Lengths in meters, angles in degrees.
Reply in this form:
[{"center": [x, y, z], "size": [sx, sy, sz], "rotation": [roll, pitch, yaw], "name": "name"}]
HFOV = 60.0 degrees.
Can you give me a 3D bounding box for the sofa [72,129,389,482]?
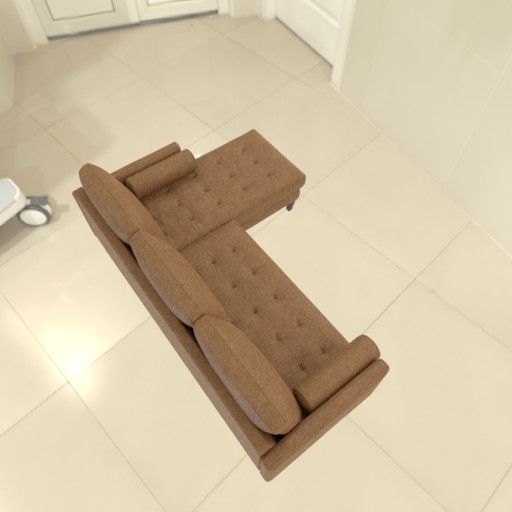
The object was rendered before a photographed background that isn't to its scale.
[{"center": [0.000, 0.000, 2.924], "size": [1.506, 0.876, 2.178], "rotation": [-33, 63, -19], "name": "sofa"}]
